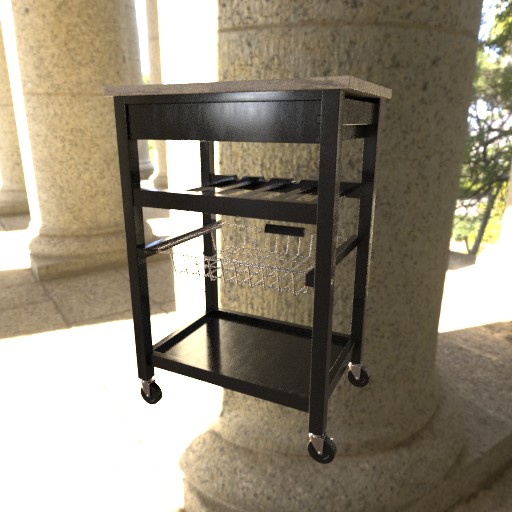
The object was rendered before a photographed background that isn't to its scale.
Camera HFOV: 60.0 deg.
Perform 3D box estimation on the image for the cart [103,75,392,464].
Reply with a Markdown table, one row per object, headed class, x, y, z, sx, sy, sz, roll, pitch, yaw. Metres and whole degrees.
| class | x | y | z | sx | sy | sz | roll | pitch | yaw |
| --- | --- | --- | --- | --- | --- | --- | --- | --- | --- |
| cart | 0.000 | 0.000 | 1.182 | 0.584 | 0.839 | 0.403 | 8 | 19 | 25 |
